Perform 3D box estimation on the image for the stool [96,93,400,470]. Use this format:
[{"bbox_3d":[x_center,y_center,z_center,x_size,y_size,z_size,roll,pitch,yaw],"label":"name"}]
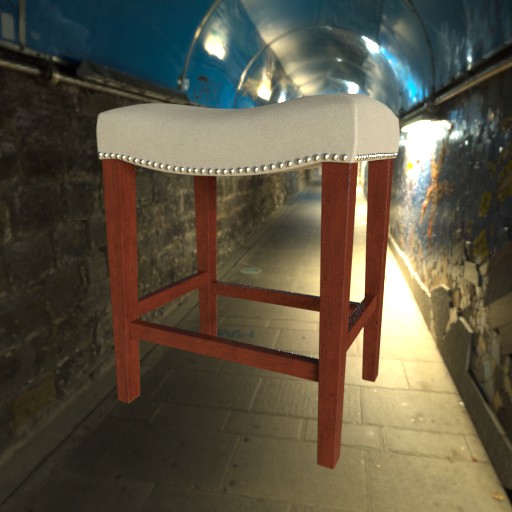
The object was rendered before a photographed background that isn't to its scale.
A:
[{"bbox_3d":[0.000,0.000,0.955,0.509,0.632,0.375,7,15,26],"label":"stool"}]
